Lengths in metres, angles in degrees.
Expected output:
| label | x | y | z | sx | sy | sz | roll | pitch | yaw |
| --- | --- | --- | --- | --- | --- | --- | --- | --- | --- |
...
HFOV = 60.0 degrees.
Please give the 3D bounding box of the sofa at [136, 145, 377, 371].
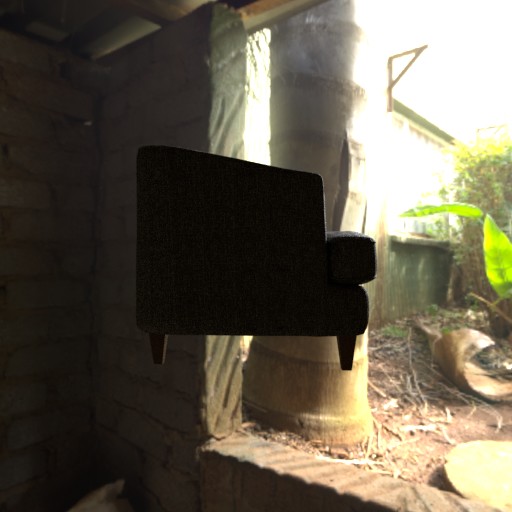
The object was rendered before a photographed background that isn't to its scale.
| label | x | y | z | sx | sy | sz | roll | pitch | yaw |
| --- | --- | --- | --- | --- | --- | --- | --- | --- | --- |
| sofa | 0.000 | 0.000 | 2.679 | 0.941 | 0.855 | 2.278 | 0 | -1 | 1 |
